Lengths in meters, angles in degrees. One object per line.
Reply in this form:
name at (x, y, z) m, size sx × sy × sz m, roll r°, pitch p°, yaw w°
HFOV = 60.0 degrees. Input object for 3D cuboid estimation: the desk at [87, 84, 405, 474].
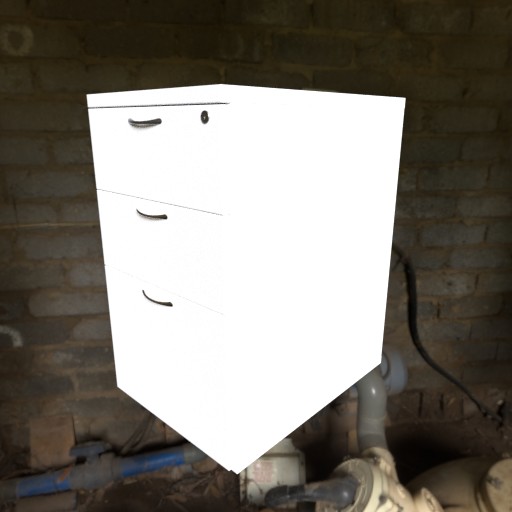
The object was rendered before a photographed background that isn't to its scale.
desk at (0.000, 0.000, 1.076) m, size 0.404 × 0.730 × 0.600 m, roll 16°, pitch 23°, yaw 41°
